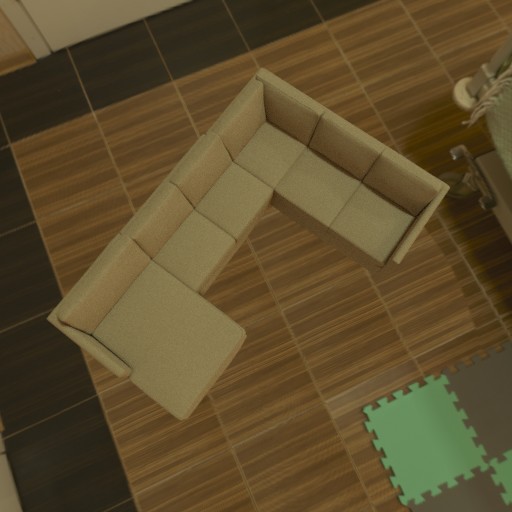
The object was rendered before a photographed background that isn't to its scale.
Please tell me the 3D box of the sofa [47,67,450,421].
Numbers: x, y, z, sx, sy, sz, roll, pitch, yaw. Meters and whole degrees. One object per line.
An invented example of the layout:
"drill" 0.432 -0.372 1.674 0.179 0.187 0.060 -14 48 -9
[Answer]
"sofa" 0.000 0.000 4.629 2.476 0.878 3.528 36 78 8
